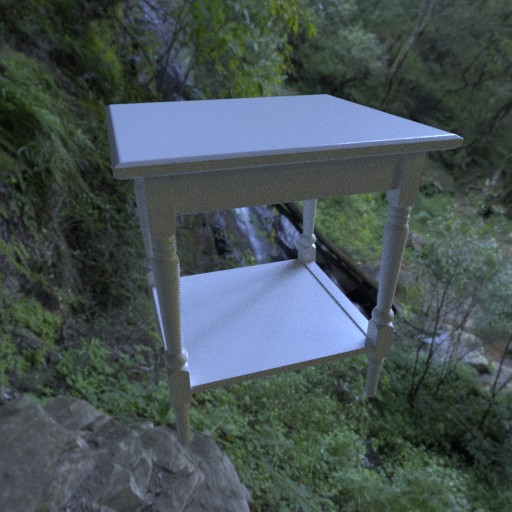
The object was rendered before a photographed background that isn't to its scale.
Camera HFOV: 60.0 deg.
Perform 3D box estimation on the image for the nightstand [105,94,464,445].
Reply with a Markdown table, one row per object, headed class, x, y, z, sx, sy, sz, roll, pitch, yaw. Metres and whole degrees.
| class | x | y | z | sx | sy | sz | roll | pitch | yaw |
| --- | --- | --- | --- | --- | --- | --- | --- | --- | --- |
| nightstand | 0.000 | 0.000 | 0.913 | 0.505 | 0.555 | 0.459 | -9 | 29 | -16 |
